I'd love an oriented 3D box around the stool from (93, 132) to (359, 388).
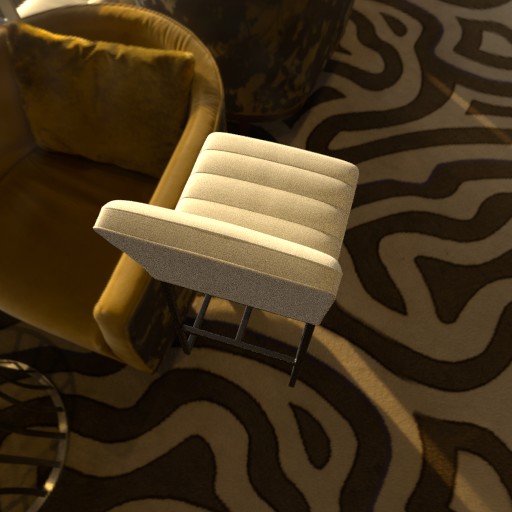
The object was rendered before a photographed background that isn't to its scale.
[{"bbox_3d":[0.000,0.000,1.325,0.460,1.040,0.560,15,64,8],"label":"stool"}]
